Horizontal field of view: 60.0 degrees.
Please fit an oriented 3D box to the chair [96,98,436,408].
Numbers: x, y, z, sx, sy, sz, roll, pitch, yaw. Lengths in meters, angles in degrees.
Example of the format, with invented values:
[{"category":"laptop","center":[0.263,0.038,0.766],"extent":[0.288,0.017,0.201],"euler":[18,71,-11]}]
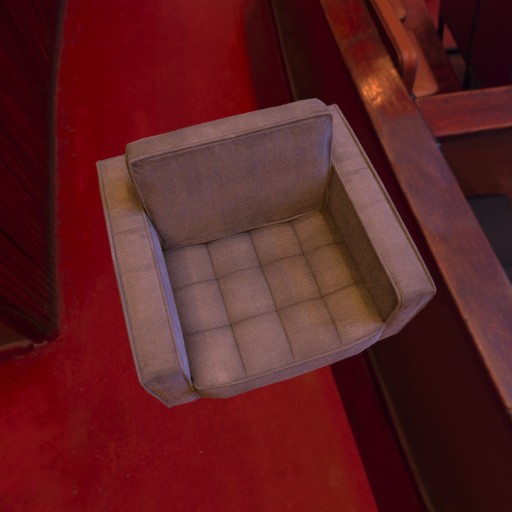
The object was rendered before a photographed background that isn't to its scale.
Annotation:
[{"category":"chair","center":[0.000,0.000,1.553],"extent":[0.928,0.773,0.843],"euler":[-16,64,-8]}]
